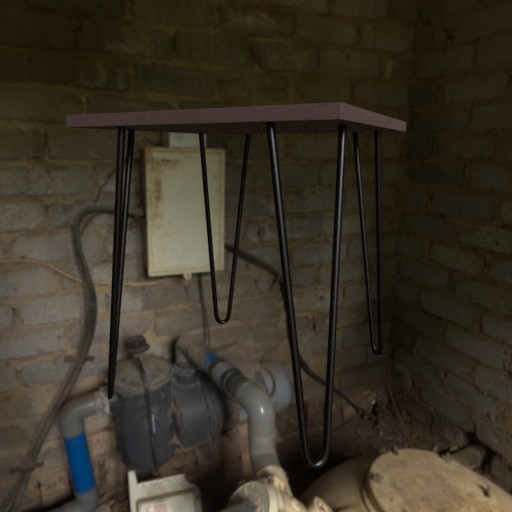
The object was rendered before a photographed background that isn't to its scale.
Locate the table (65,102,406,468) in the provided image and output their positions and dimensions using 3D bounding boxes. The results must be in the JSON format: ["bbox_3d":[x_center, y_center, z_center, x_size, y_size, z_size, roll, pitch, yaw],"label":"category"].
[{"bbox_3d":[0.000,0.000,0.945,0.495,0.559,0.495,7,15,26],"label":"table"}]
